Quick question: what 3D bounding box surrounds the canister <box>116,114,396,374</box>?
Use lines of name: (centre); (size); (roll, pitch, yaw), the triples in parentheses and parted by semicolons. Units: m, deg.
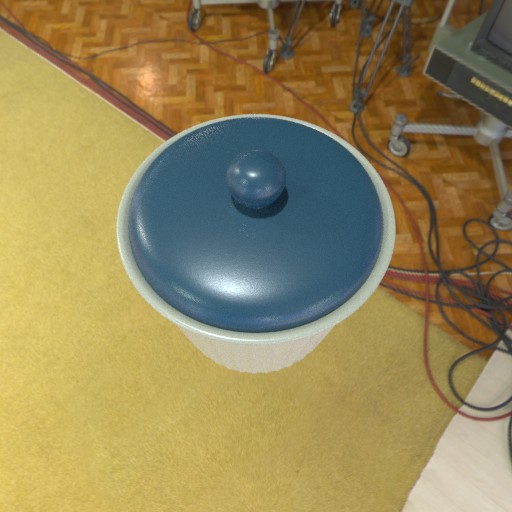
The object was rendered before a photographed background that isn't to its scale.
canister: (0.000, 0.000, 0.341); (0.181, 0.211, 0.181); (0, 60, 0)
